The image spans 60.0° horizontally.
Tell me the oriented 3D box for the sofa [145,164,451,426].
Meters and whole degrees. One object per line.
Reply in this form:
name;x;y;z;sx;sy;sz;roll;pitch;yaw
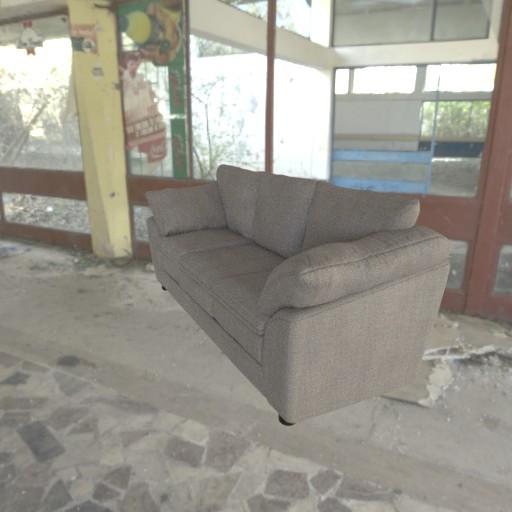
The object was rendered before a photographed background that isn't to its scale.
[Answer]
sofa;0.000;0.000;2.833;0.878;0.996;2.334;-8;18;-26
